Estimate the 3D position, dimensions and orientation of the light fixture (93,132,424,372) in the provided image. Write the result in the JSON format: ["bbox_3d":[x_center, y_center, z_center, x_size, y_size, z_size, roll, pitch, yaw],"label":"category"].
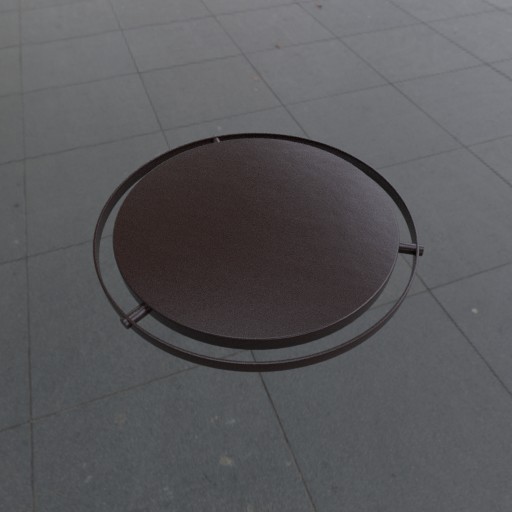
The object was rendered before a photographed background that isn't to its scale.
[{"bbox_3d":[0.000,0.000,0.549,0.361,0.130,0.361,0,48,0],"label":"light fixture"}]
